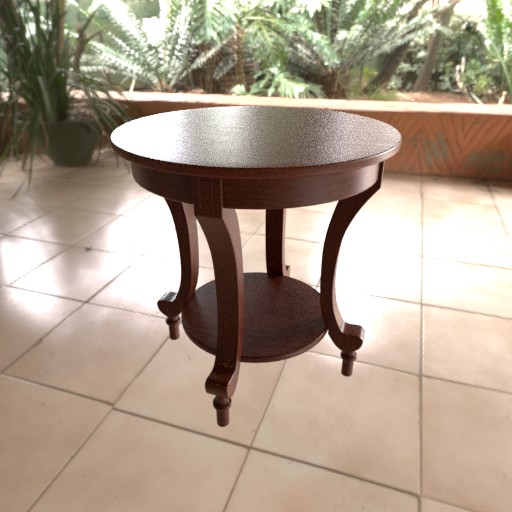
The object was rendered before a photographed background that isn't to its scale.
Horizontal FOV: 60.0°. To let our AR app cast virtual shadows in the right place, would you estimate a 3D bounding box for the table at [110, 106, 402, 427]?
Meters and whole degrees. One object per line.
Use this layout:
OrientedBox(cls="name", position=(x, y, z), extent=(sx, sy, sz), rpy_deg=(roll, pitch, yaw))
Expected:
OrientedBox(cls="table", position=(0.000, 0.000, 1.084), extent=(0.597, 0.612, 0.597), rpy_deg=(0, 27, 0))
